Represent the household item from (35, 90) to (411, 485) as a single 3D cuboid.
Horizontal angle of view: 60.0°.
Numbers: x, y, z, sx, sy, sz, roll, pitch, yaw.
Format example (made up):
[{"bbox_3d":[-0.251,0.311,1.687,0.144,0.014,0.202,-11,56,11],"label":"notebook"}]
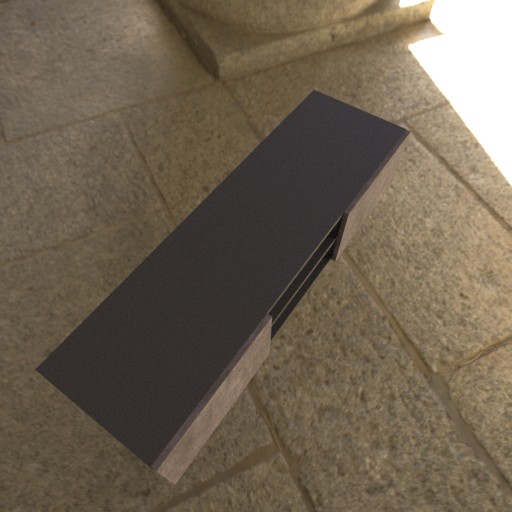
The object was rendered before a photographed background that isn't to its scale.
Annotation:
[{"bbox_3d":[0.000,0.000,1.528,0.420,0.310,1.400,31,62,18],"label":"household item"}]
